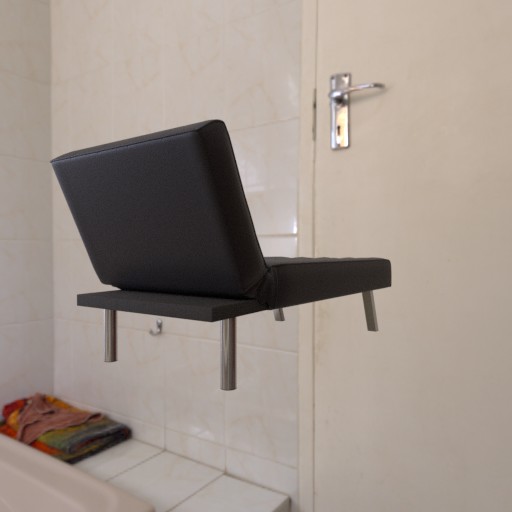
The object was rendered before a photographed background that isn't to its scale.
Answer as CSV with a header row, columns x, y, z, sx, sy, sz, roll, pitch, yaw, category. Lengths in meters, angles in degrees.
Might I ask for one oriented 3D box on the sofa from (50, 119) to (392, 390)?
x,y,z,sx,sy,sz,roll,pitch,yaw,category
0.000,0.000,2.036,0.760,0.820,1.560,0,1,36,sofa
